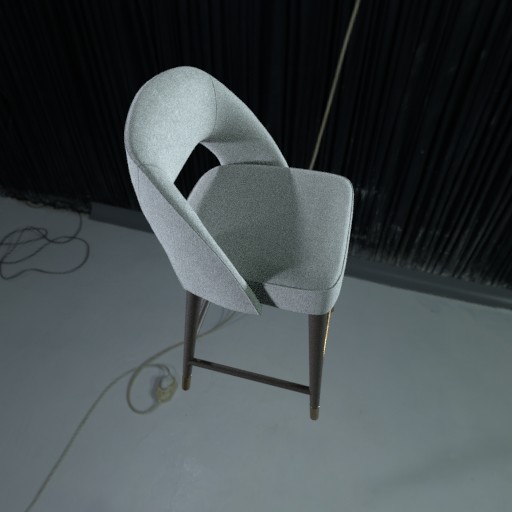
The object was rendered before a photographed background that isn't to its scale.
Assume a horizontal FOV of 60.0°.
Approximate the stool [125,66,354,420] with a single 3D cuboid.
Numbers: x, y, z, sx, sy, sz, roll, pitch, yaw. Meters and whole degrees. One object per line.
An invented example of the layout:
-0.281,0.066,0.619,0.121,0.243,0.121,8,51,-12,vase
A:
0.000,0.000,1.249,0.509,0.940,0.494,10,48,9,stool
